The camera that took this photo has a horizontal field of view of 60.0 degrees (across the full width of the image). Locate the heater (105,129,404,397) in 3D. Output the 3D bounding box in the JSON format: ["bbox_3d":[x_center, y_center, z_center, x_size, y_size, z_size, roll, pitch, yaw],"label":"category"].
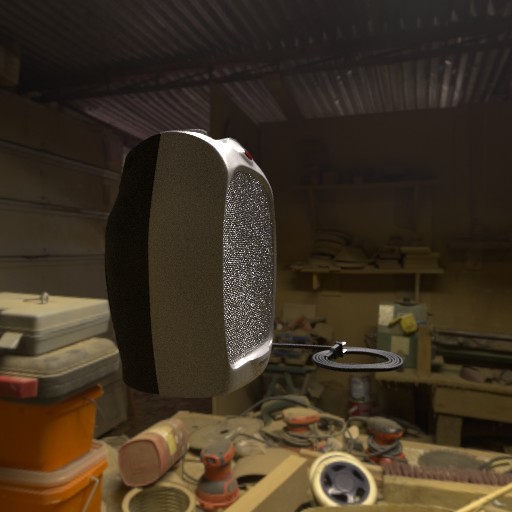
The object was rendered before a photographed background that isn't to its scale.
[{"bbox_3d":[0.000,0.000,0.459,0.291,0.240,0.239,0,1,19],"label":"heater"}]
